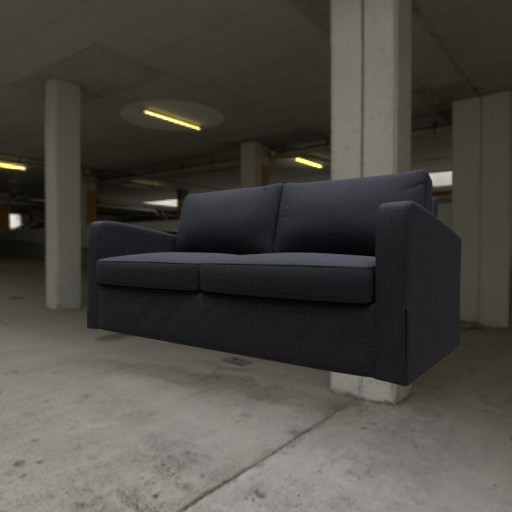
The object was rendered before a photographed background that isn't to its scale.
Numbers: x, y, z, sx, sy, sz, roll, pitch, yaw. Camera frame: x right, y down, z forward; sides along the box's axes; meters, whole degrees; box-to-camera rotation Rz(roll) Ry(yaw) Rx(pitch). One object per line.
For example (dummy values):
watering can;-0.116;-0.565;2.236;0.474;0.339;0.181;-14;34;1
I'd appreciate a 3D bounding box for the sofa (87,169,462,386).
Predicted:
sofa;0.000;0.000;2.334;1.852;0.839;0.898;1;1;37
